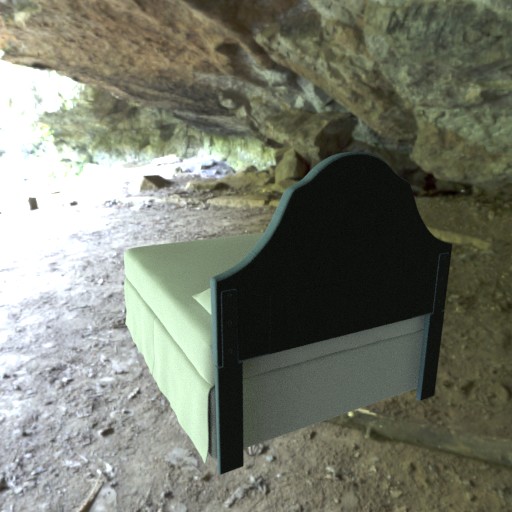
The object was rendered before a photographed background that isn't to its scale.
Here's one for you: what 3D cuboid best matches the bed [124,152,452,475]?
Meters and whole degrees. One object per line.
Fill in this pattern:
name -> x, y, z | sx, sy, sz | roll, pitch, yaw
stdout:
bed -> 0.000, 0.000, 3.282 | 1.636, 1.575, 2.155 | -8, 17, -26
